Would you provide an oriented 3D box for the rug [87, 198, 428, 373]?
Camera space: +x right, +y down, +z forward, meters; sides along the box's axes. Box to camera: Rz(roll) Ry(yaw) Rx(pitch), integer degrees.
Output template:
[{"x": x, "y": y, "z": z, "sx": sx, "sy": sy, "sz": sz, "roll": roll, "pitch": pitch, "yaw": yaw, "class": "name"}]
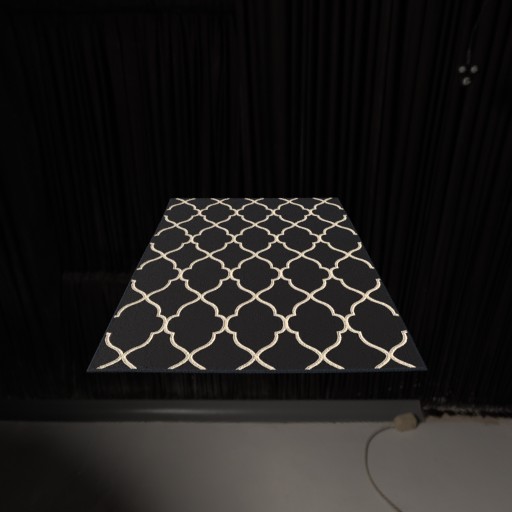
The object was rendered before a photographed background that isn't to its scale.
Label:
[{"x": 0.000, "y": 0.000, "z": 2.981, "sx": 1.528, "sy": 0.014, "sz": 2.294, "roll": 0, "pitch": 27, "yaw": -1, "class": "rug"}]
